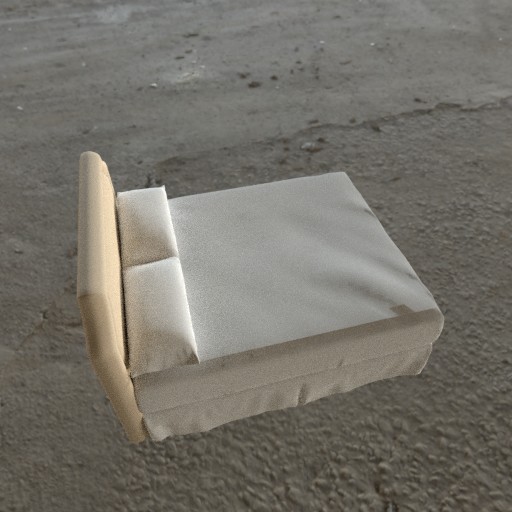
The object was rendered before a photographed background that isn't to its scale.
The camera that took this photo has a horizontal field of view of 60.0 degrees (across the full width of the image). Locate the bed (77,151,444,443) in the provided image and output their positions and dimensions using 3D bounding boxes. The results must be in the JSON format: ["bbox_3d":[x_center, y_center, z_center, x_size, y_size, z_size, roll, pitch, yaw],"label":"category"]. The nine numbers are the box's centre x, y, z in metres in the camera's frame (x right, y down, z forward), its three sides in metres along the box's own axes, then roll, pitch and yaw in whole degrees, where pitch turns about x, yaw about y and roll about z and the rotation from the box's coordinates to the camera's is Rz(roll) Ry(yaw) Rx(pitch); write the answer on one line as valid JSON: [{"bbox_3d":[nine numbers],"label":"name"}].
[{"bbox_3d":[0.000,0.000,3.809,2.548,1.524,2.134,-11,47,-10],"label":"bed"}]
